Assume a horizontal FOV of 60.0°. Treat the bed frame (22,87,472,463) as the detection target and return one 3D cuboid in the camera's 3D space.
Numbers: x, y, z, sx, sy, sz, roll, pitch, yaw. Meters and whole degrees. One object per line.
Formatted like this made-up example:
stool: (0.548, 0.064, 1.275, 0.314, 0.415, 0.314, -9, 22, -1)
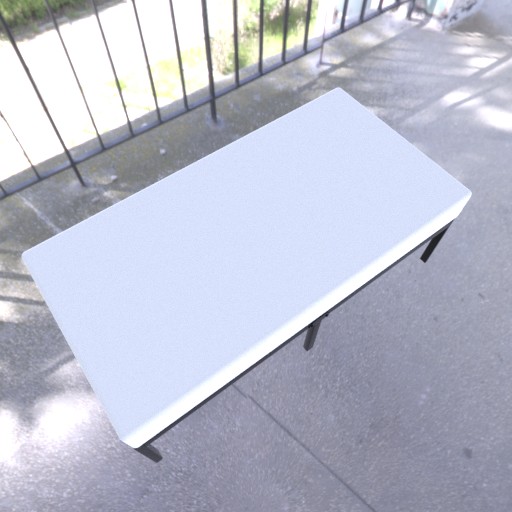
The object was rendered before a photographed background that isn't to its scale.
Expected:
bed frame: (0.000, 0.000, 2.383, 1.950, 0.659, 1.023, -32, 64, -18)
